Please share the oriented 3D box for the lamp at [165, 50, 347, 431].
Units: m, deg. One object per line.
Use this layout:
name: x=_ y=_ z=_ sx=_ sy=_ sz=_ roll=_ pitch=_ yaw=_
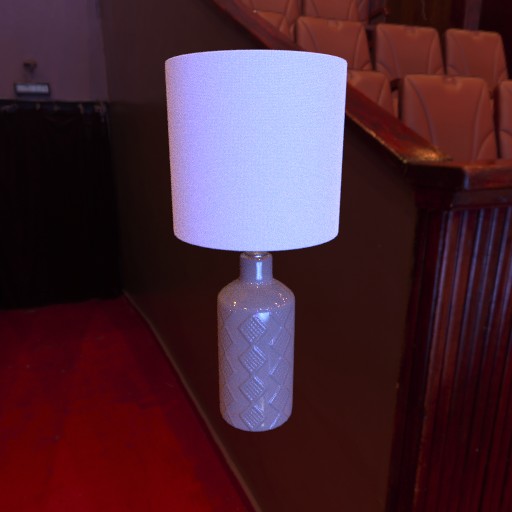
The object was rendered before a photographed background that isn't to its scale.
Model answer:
lamp: x=0.000 y=0.000 z=0.577 sx=0.207 sy=0.461 sz=0.207 roll=-8 pitch=18 yaw=-25
